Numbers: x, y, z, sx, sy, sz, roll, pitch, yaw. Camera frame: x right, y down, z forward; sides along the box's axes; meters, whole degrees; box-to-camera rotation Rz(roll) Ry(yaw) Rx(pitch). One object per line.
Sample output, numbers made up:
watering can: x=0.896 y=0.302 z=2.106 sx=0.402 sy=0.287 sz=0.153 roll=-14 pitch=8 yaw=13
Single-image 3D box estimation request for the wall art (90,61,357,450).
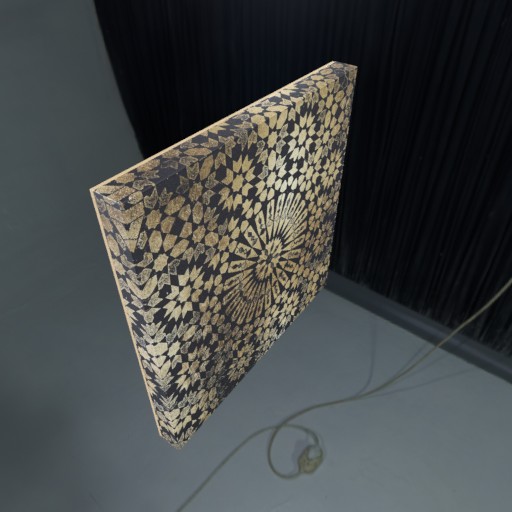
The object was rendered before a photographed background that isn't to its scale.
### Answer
wall art: x=0.000 y=0.000 z=0.606 sx=0.038 sy=0.405 sz=0.405 roll=26 pitch=47 yaw=27
